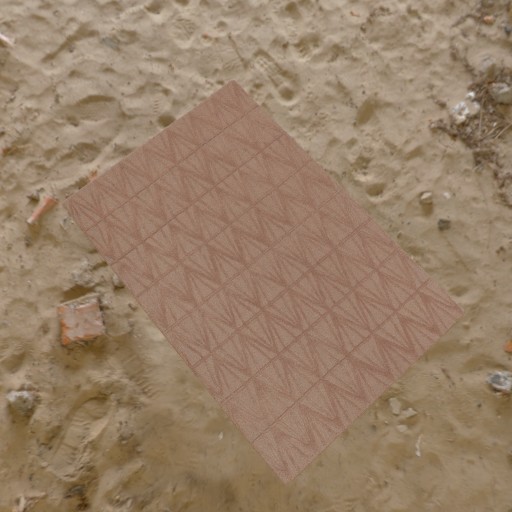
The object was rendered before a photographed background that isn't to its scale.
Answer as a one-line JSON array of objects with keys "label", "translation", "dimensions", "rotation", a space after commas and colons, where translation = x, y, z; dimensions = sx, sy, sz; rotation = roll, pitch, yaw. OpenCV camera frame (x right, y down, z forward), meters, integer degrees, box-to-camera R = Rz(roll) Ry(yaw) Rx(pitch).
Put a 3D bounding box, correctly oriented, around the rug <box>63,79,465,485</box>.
[{"label": "rug", "translation": [0.000, 0.000, 2.317], "dimensions": [1.230, 0.025, 1.837], "rotation": [-39, 78, -10]}]
